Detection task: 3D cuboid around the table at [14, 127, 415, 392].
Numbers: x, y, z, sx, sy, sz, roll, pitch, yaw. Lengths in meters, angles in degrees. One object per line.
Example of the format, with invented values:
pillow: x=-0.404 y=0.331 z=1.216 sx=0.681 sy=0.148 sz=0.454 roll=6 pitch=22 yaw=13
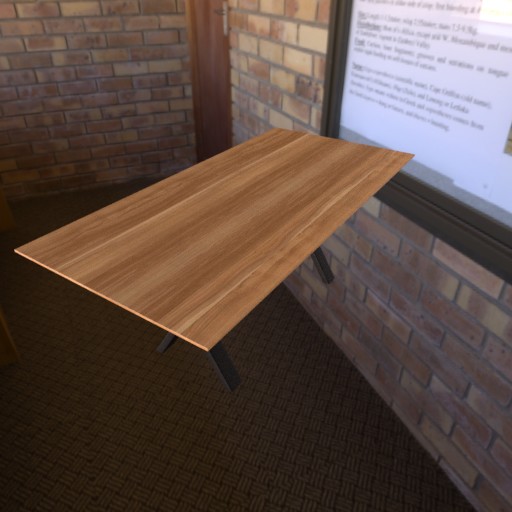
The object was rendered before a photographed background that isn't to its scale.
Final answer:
table: x=0.000 y=0.000 z=2.454 sx=1.000 sy=0.770 sz=2.000 roll=20 pitch=38 yaw=28
